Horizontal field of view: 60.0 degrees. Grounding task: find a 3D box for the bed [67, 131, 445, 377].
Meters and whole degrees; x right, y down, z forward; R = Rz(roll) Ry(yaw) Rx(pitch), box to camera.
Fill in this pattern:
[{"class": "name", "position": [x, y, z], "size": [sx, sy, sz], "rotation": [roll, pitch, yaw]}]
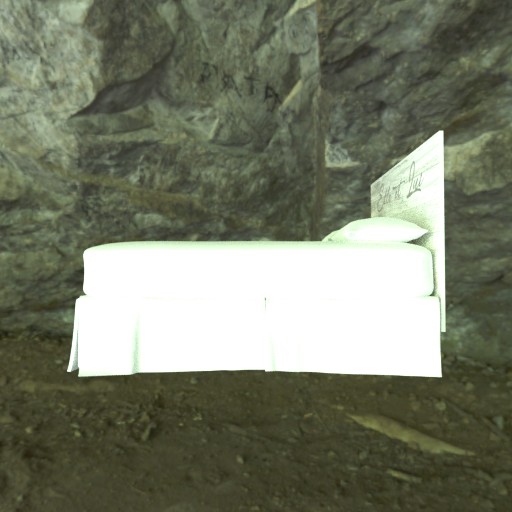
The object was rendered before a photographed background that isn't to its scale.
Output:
[{"class": "bed", "position": [0.000, 0.000, 3.203], "size": [2.094, 1.335, 1.745], "rotation": [0, -1, 1]}]
